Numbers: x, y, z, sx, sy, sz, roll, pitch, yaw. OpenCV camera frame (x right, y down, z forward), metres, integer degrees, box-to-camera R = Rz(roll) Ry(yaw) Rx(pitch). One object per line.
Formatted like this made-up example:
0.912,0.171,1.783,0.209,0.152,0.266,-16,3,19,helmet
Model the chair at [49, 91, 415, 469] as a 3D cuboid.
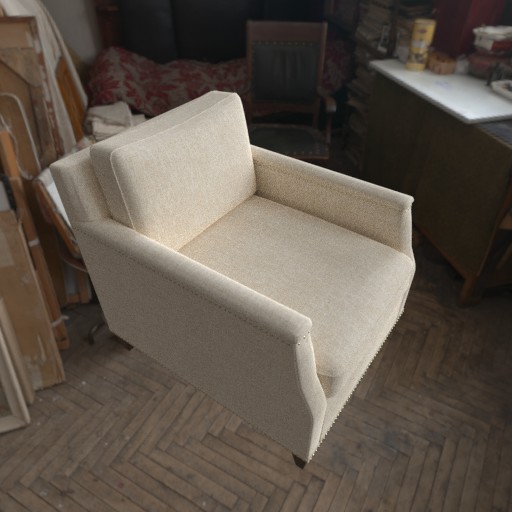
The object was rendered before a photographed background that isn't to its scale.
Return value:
0.000,0.000,1.700,1.041,0.940,0.838,25,46,27,chair
